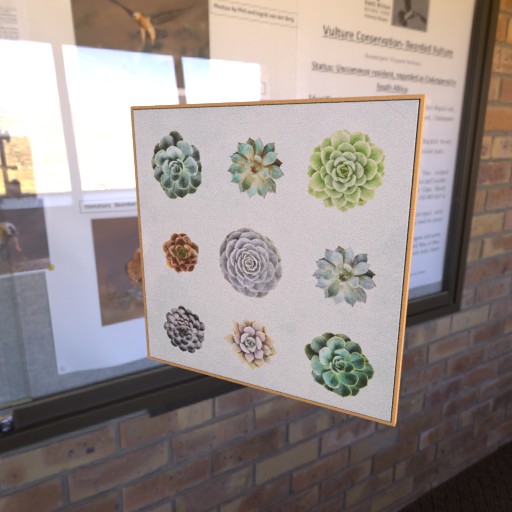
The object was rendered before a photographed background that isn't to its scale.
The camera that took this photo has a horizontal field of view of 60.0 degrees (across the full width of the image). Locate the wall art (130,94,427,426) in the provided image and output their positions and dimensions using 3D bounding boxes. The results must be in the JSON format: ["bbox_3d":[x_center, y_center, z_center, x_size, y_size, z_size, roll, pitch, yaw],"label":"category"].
[{"bbox_3d":[0.000,0.000,0.689,0.457,0.455,0.013,7,17,26],"label":"wall art"}]
